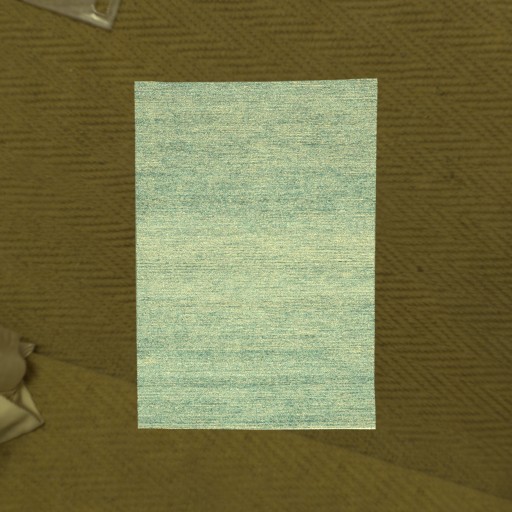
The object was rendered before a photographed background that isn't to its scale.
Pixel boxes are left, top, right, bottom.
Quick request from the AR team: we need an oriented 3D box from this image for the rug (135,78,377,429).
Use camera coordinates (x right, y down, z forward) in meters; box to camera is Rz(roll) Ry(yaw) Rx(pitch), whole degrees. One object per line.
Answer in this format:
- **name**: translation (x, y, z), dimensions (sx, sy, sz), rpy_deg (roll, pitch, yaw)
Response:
- **rug**: translation (0.000, 0.000, 5.147), dimensions (2.802, 0.052, 4.078), rpy_deg (0, 92, 0)
